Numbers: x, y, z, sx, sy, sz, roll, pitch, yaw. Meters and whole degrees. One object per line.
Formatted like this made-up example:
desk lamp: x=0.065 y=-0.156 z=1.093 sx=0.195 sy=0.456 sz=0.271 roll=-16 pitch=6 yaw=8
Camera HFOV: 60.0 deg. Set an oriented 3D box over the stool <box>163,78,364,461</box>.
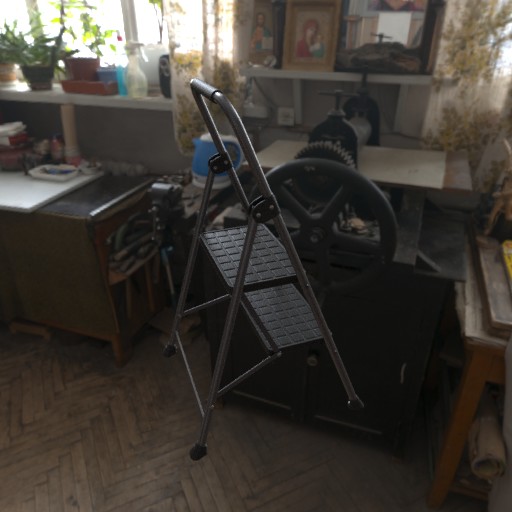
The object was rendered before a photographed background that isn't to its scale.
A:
stool: x=0.000 y=0.000 z=1.177 sx=0.514 sy=0.872 sz=0.450 roll=-10 pitch=31 yaw=-17
